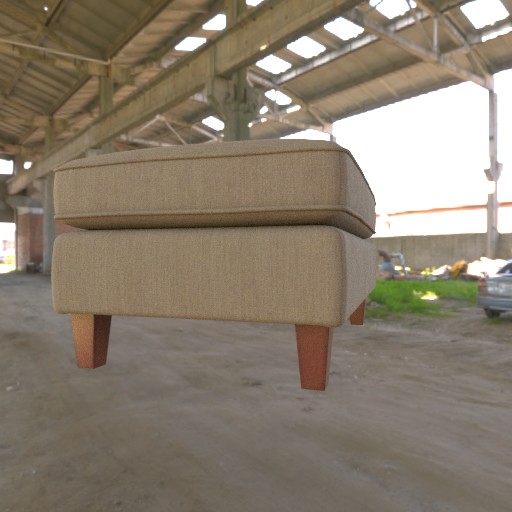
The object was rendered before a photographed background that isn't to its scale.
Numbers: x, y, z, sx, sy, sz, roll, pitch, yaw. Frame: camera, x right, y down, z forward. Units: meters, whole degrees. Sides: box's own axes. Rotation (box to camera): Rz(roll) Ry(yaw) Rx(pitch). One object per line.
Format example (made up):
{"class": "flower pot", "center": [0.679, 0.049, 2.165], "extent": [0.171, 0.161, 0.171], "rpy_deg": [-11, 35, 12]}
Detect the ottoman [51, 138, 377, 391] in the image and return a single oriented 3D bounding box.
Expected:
{"class": "ottoman", "center": [0.000, 0.000, 1.265], "extent": [0.636, 0.480, 0.941], "rpy_deg": [0, 0, 18]}
